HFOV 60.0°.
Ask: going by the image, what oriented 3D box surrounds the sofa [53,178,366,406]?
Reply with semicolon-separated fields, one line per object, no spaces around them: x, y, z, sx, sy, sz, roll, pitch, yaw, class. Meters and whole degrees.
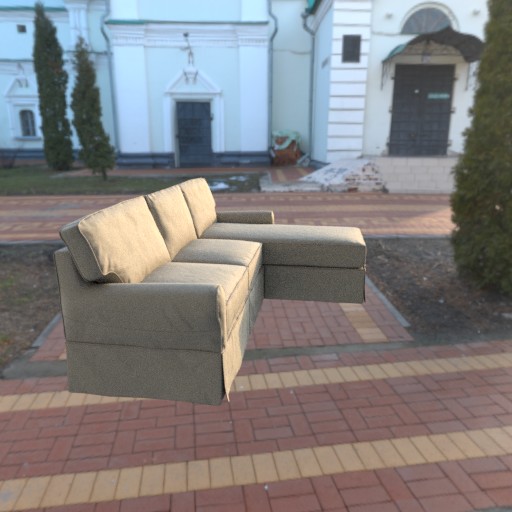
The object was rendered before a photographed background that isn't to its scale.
0.000;0.000;3.318;1.733;0.978;2.475;2;15;8;sofa
